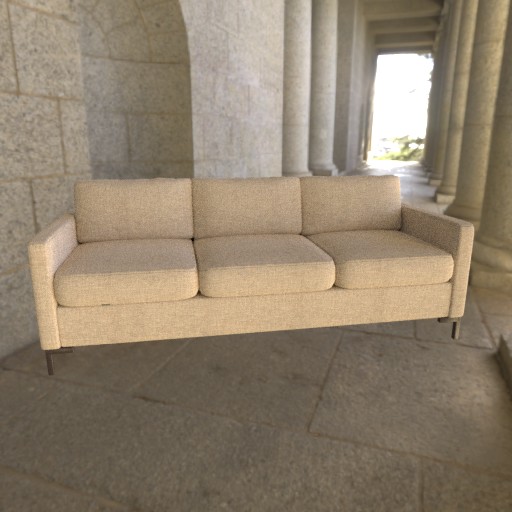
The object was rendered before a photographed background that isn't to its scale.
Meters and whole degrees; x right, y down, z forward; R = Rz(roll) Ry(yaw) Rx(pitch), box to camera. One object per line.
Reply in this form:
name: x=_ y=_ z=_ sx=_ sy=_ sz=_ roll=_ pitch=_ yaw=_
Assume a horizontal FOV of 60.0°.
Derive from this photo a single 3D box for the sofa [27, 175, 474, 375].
sofa: x=0.000 y=0.000 z=2.584 sx=2.218 sy=0.874 sz=0.859 roll=-3 pitch=15 yaw=-10
